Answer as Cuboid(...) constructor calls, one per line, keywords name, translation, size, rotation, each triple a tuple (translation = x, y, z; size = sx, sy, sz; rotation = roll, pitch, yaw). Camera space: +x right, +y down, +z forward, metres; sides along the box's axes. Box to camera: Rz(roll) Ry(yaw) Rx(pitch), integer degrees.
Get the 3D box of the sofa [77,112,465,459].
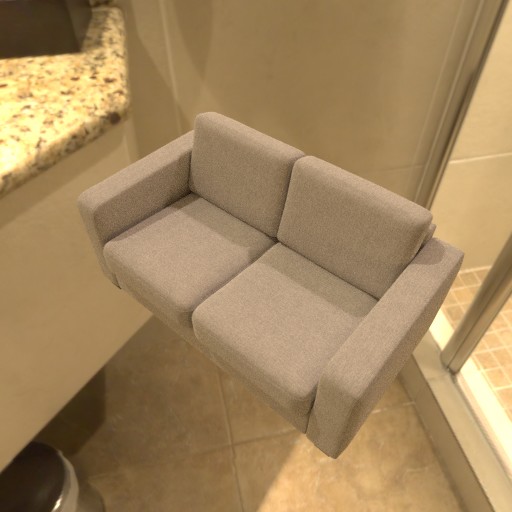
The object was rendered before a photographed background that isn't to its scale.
Cuboid(name="sofa", translation=(0.000, 0.000, 2.052), size=(1.540, 0.800, 0.900), rotation=(32, 54, 26))
